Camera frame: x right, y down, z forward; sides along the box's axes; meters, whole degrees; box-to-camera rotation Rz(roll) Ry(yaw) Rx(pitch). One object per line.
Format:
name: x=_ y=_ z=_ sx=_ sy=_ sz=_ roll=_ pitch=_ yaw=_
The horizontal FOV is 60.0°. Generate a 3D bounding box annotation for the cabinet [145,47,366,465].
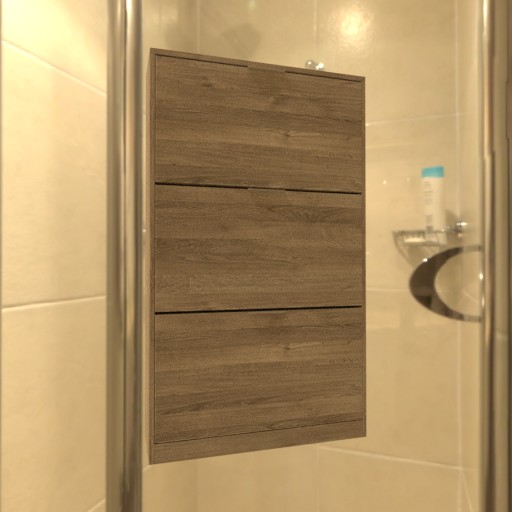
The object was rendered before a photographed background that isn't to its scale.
cabinet: x=0.000 y=0.000 z=1.573 sx=0.750 sy=1.280 sz=0.250 roll=0 pitch=-1 yaw=-17
